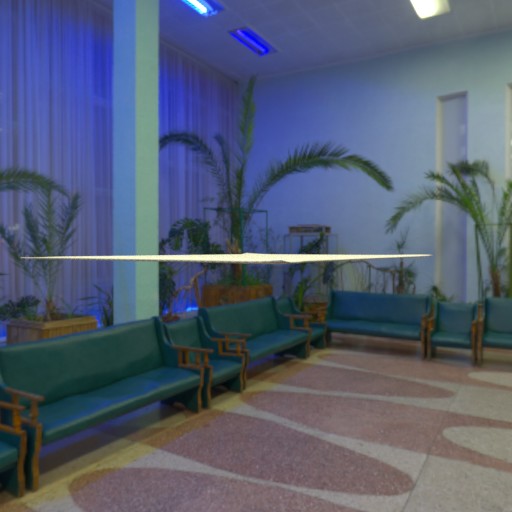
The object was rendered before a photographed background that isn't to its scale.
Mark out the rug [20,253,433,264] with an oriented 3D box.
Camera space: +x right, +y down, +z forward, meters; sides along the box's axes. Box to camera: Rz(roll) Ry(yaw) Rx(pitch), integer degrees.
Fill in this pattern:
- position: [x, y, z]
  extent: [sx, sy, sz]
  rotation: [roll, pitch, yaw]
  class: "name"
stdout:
- position: [0.000, 0.000, 3.836]
  extent: [2.277, 0.035, 2.897]
  rotation: [1, 1, 35]
  class: "rug"
